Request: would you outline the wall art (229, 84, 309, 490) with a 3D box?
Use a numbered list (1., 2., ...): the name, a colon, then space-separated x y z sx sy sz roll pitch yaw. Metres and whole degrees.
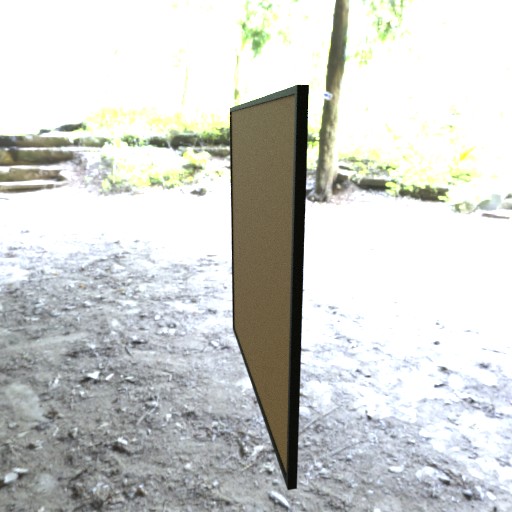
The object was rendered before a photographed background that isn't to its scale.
1. wall art: 0.000 0.000 0.688 0.013 0.457 0.458 -3 16 -11
